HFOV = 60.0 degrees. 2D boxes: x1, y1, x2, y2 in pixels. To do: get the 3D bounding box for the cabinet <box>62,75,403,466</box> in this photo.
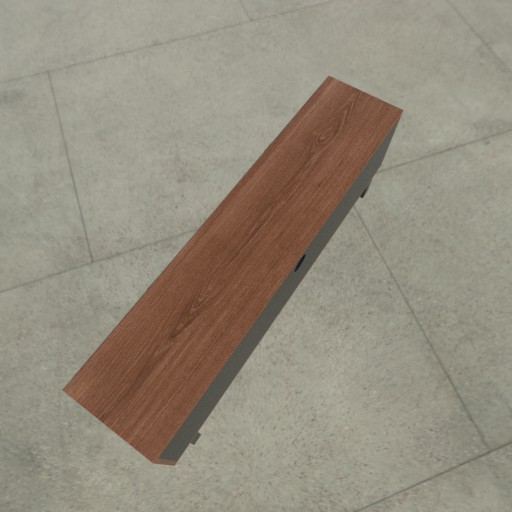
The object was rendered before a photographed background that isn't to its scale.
[{"bbox_3d":[0.000,0.000,1.861,0.400,0.500,1.650,31,68,14],"label":"cabinet"}]
